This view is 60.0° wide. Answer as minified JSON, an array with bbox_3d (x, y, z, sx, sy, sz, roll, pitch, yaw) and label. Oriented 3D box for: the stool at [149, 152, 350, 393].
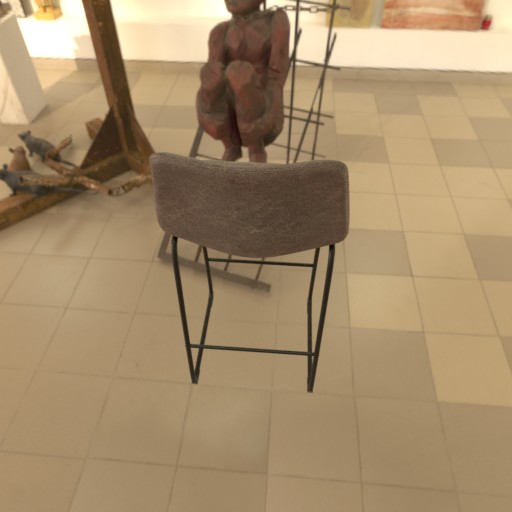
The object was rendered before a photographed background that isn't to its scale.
[{"bbox_3d":[0.000,0.000,1.427,0.514,1.082,0.561,3,46,3],"label":"stool"}]
